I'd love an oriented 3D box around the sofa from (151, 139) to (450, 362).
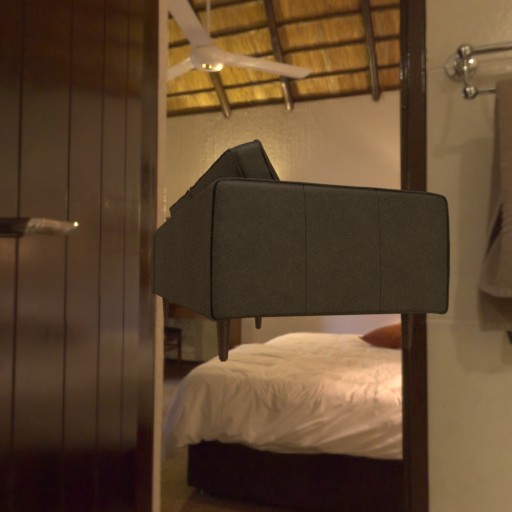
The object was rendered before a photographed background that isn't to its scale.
[{"bbox_3d":[0.000,0.000,2.349,0.921,0.770,1.879,1,-2,-19],"label":"sofa"}]
